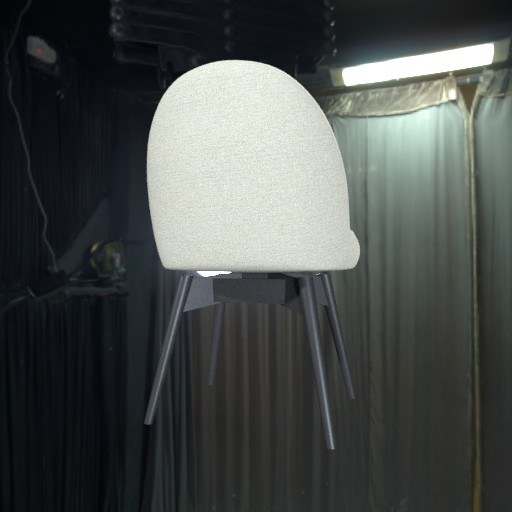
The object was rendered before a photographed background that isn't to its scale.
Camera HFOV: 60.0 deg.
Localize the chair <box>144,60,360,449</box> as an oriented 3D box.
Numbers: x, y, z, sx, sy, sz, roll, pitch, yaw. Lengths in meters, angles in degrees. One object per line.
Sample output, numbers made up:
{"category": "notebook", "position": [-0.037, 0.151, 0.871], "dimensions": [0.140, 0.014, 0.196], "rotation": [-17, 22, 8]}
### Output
{"category": "chair", "position": [0.000, 0.000, 1.192], "dimensions": [0.532, 0.838, 0.540], "rotation": [0, -1, 19]}
